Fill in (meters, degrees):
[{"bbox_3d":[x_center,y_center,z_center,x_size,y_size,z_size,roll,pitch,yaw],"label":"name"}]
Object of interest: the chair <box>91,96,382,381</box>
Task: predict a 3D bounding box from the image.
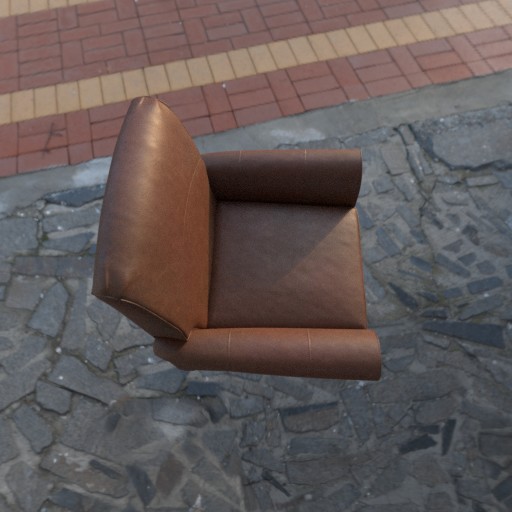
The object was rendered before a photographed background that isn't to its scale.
[{"bbox_3d":[0.000,0.000,1.781,0.902,1.061,0.978,2,64,1],"label":"chair"}]
